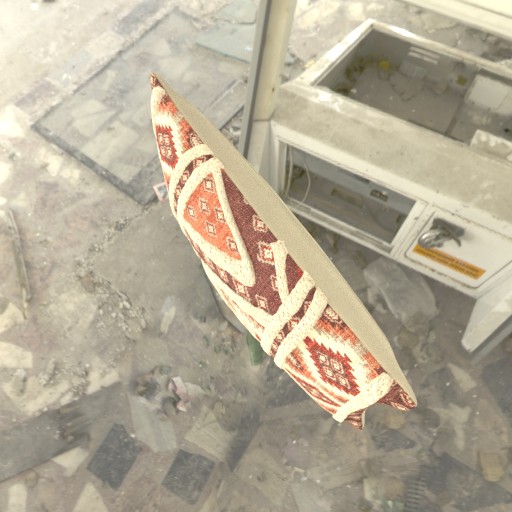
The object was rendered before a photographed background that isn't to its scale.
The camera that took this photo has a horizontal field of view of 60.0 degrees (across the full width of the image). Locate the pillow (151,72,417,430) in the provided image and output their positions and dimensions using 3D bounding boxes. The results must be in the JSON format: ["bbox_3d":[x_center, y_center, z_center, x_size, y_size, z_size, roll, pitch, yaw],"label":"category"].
[{"bbox_3d":[0.000,0.000,0.712,0.161,0.295,0.608,-31,68,-14],"label":"pillow"}]
